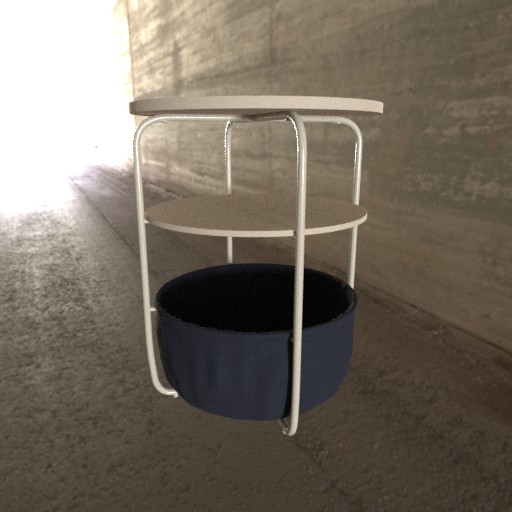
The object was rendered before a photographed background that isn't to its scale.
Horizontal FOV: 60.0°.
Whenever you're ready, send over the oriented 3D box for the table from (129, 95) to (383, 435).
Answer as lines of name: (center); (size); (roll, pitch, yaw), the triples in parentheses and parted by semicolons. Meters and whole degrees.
table: (0.000, 0.000, 0.826); (0.418, 0.532, 0.418); (8, 17, 26)
